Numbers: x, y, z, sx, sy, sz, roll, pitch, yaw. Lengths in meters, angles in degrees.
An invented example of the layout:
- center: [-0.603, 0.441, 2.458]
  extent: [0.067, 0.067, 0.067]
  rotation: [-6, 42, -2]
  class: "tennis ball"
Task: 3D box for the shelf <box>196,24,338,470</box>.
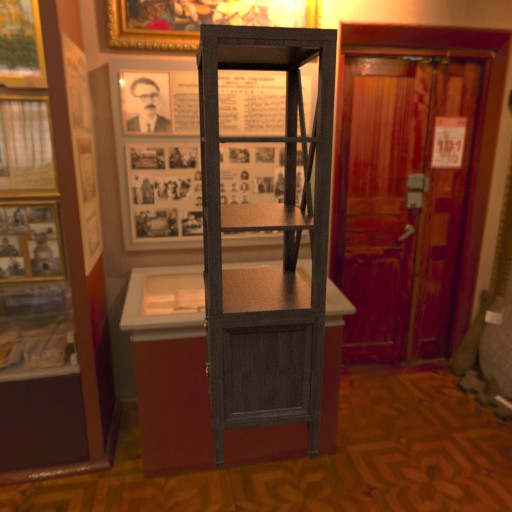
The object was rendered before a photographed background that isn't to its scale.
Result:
- center: [0.000, 0.000, 1.969]
  extent: [0.472, 1.727, 0.584]
  rotation: [-2, 15, -8]
  class: "shelf"
